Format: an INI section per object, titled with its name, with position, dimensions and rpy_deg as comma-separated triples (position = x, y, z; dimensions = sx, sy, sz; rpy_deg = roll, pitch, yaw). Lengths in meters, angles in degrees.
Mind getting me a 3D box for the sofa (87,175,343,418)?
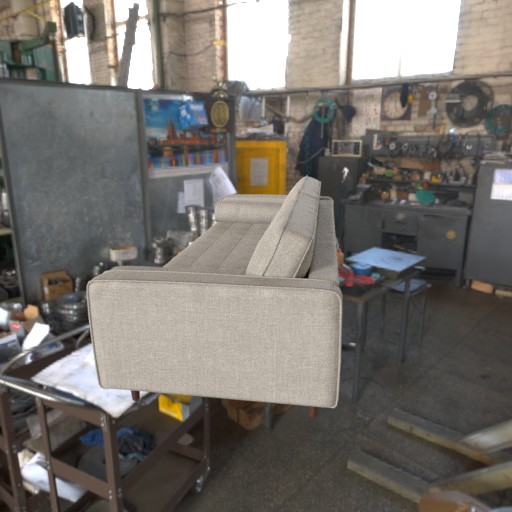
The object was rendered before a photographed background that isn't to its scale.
[sofa]
position = 0.000, 0.000, 2.574
dimensions = 0.914, 0.762, 2.211
rpy_deg = 2, 16, 8
